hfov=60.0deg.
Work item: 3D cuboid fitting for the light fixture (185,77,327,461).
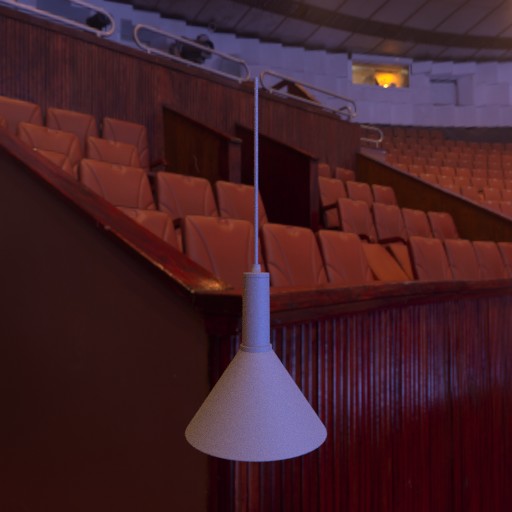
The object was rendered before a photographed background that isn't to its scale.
[{"bbox_3d":[0.000,0.000,0.847,0.267,0.683,0.267,0,-1,37],"label":"light fixture"}]
